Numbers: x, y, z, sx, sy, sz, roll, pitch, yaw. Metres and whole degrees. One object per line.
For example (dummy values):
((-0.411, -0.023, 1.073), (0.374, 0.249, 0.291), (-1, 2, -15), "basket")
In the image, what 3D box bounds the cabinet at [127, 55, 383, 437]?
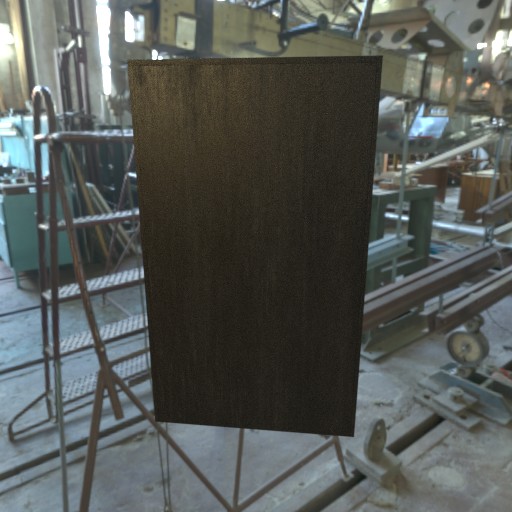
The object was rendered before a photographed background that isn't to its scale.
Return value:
((0.000, 0.000, 1.592), (0.750, 1.280, 0.250), (2, 17, 6), "cabinet")
